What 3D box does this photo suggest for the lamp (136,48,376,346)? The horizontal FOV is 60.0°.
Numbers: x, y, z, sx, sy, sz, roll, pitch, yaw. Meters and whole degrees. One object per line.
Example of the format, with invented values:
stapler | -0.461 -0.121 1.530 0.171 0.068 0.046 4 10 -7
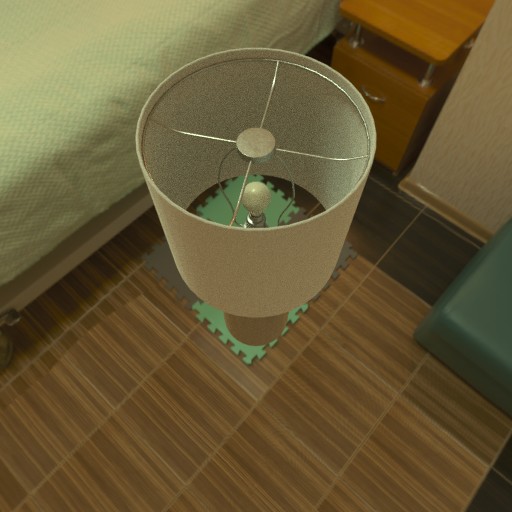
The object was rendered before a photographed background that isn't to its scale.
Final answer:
lamp | 0.000 0.000 0.610 0.212 0.493 0.212 11 63 6
